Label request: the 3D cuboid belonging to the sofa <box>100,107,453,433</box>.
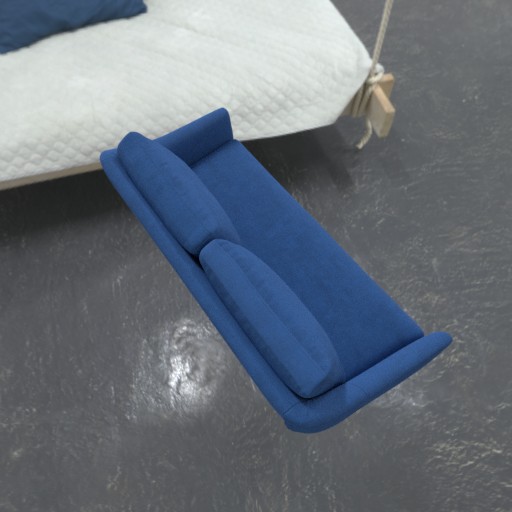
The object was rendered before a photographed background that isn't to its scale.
[{"bbox_3d":[0.000,0.000,2.554,0.960,0.903,2.036,-32,64,-18],"label":"sofa"}]
